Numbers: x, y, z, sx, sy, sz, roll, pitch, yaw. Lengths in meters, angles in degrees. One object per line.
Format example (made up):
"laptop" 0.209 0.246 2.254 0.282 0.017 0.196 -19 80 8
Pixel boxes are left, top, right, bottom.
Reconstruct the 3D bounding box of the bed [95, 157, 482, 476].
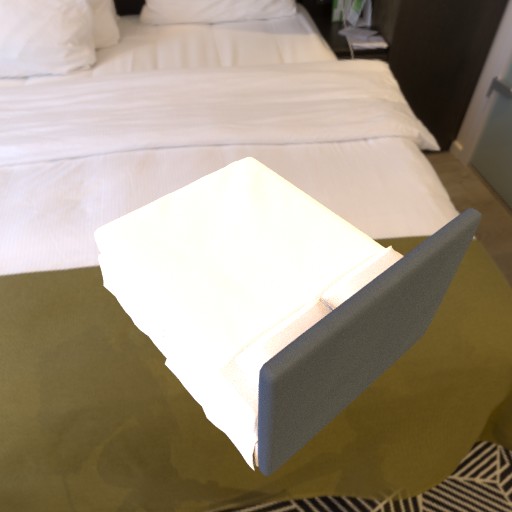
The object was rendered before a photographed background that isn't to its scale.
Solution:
"bed" 0.000 0.000 3.221 1.713 1.330 2.162 -31 54 -26
